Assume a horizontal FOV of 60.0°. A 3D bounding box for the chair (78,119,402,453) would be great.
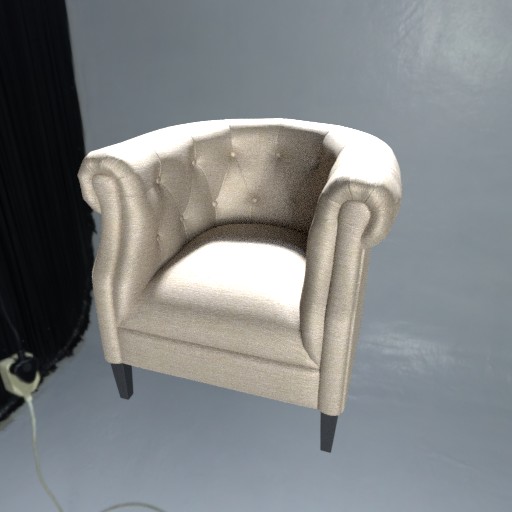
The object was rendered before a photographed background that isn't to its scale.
[{"bbox_3d":[0.000,0.000,1.559,0.905,0.827,0.852,8,28,16],"label":"chair"}]
